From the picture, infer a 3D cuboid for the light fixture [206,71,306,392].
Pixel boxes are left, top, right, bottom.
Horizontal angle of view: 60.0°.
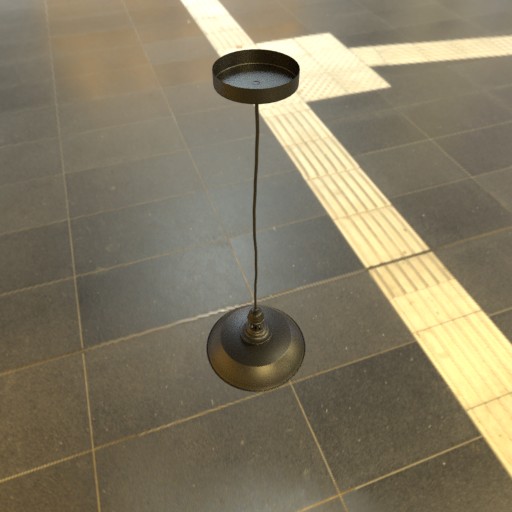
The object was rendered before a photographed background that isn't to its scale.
[{"bbox_3d":[0.000,0.000,1.155,0.331,0.993,0.331,-31,55,-25],"label":"light fixture"}]
